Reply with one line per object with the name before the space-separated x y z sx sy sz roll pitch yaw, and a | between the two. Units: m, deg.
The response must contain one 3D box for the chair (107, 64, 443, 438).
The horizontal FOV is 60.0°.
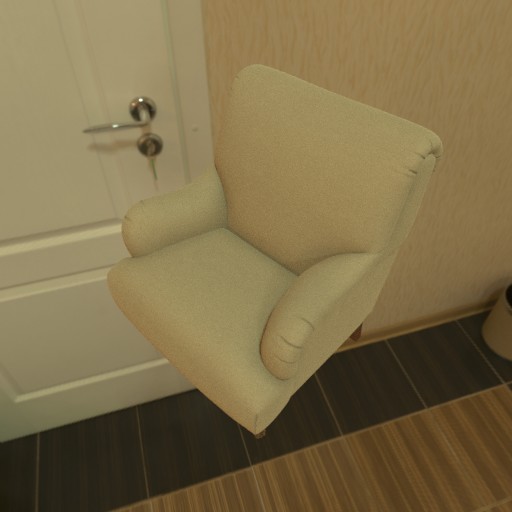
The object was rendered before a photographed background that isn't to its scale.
chair | 0.000 0.000 1.527 0.766 0.942 0.842 34 55 29
